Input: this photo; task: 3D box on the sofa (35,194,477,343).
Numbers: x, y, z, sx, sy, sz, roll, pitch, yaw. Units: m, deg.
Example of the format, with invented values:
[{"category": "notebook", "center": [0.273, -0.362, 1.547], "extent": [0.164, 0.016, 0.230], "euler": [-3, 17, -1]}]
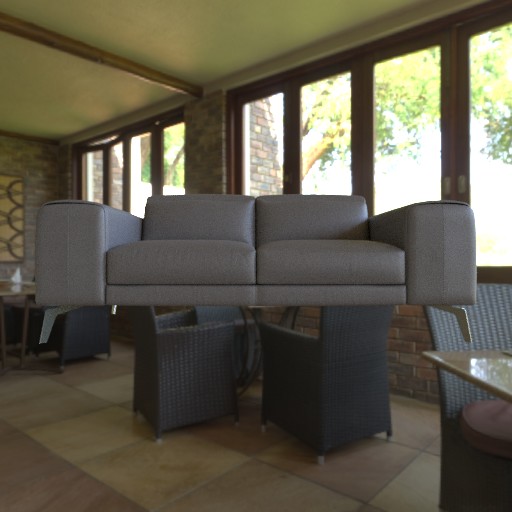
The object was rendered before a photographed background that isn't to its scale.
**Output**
[{"category": "sofa", "center": [0.000, 0.000, 2.411], "extent": [1.930, 0.753, 1.024], "euler": [0, 0, 0]}]
